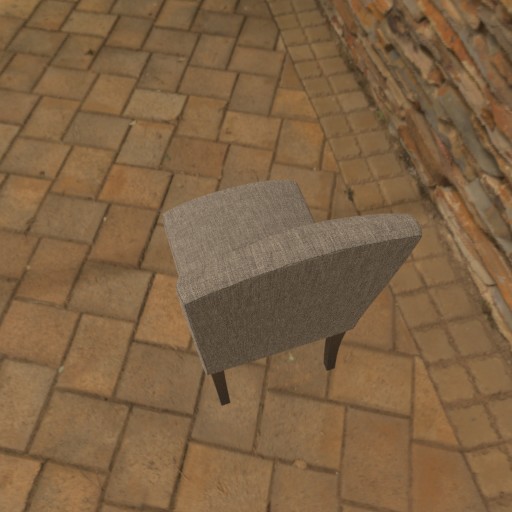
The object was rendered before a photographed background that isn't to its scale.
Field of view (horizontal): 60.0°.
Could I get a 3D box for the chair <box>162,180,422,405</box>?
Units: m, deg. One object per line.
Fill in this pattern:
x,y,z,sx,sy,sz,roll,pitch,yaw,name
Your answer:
0.000,0.000,1.242,0.451,0.917,0.580,-16,60,-9,chair
